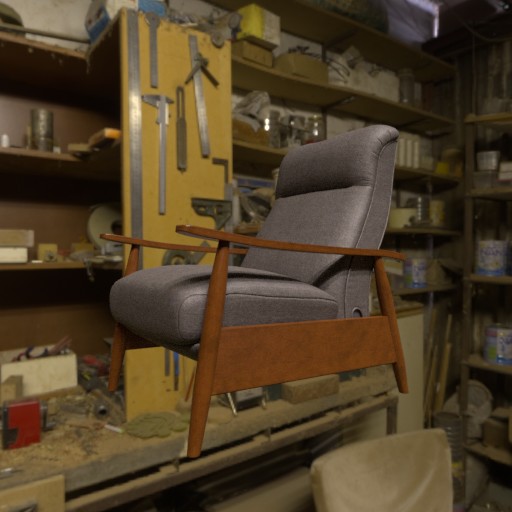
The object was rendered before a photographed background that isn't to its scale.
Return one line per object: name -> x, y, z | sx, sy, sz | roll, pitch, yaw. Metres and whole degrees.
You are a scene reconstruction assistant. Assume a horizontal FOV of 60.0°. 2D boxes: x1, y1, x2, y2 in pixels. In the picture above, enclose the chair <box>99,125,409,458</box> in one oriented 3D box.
chair -> 0.000, 0.000, 1.765 | 1.014, 1.081, 0.762 | 0, 1, -36
